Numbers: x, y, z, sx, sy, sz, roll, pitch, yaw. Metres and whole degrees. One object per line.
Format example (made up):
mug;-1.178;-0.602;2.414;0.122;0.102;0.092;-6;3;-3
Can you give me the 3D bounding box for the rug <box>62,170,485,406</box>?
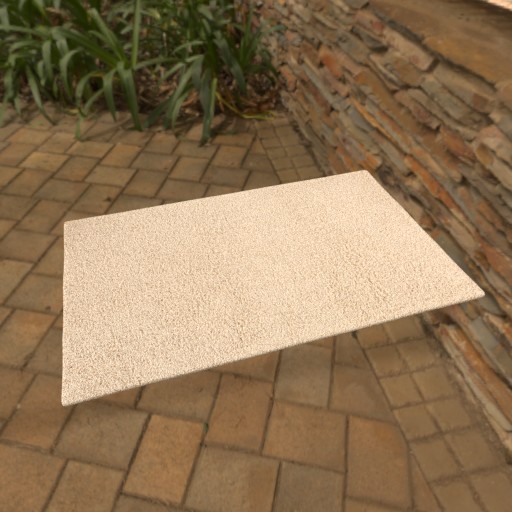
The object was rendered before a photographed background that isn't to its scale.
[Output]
rug;0.000;0.000;2.947;2.438;0.030;1.524;-12;43;-13
